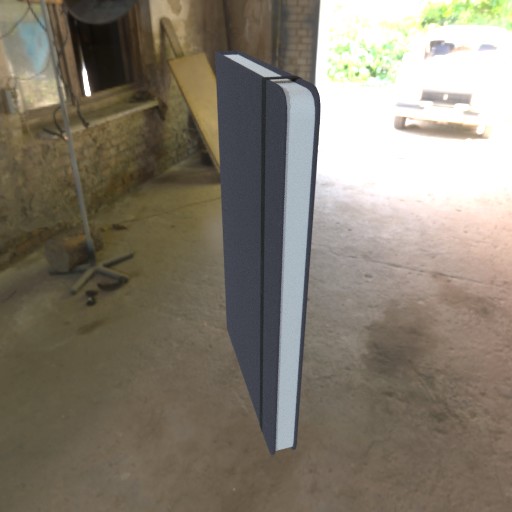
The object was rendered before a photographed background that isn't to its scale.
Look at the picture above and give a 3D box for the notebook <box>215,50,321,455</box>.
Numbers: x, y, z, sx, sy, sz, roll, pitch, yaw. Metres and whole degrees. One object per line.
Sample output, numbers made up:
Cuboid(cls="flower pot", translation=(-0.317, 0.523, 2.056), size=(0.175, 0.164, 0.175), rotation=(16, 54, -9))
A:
Cuboid(cls="notebook", translation=(0.000, 0.000, 0.266), size=(0.016, 0.213, 0.127), rotation=(-8, 32, -13))
